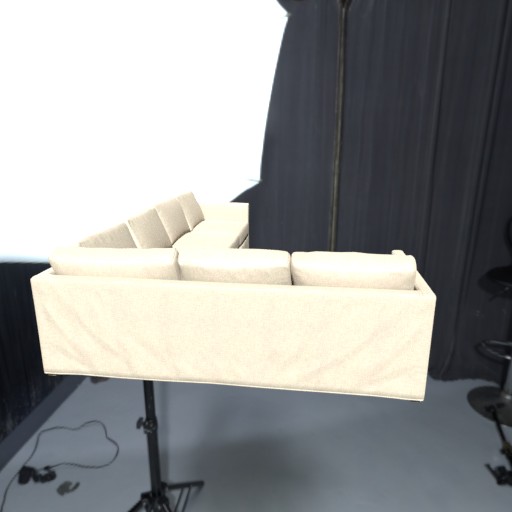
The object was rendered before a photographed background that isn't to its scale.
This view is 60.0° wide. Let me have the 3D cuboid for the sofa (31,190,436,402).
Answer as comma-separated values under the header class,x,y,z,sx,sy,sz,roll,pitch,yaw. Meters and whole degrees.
class,x,y,z,sx,sy,sz,roll,pitch,yaw
sofa,0.000,0.000,4.155,2.432,0.871,3.182,2,16,7
